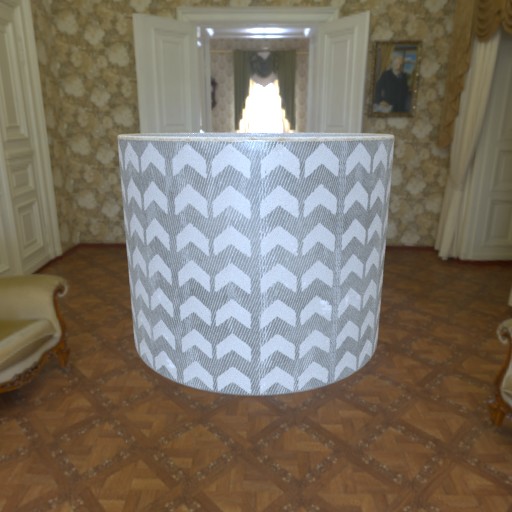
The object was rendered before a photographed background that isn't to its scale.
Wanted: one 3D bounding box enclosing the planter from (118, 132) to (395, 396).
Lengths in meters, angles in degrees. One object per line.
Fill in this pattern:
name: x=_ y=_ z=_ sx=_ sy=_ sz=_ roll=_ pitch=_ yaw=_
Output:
planter: x=0.000 y=0.000 z=0.451 sx=0.250 sy=0.239 sz=0.250 roll=0 pitch=16 yaw=0
